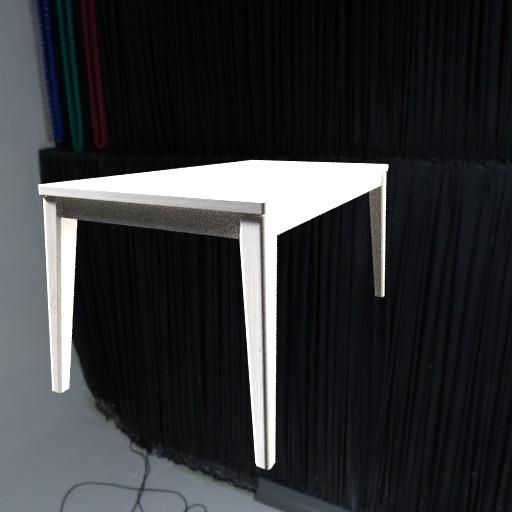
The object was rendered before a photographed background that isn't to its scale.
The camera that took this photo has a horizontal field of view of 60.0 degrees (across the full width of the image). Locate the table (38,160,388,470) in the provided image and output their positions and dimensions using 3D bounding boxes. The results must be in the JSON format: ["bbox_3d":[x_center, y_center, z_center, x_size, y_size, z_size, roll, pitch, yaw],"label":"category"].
[{"bbox_3d":[0.000,0.000,2.041,0.900,0.760,1.600,8,17,26],"label":"table"}]
